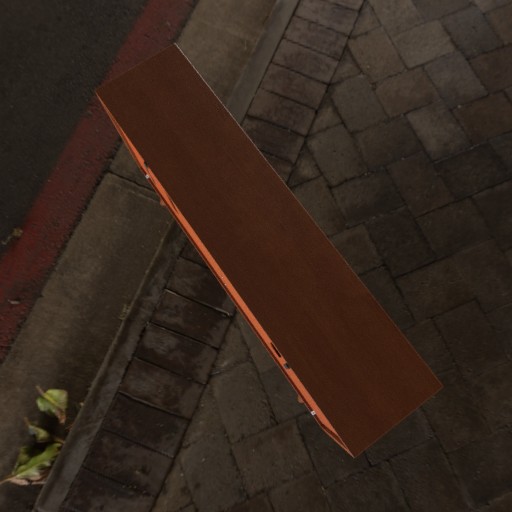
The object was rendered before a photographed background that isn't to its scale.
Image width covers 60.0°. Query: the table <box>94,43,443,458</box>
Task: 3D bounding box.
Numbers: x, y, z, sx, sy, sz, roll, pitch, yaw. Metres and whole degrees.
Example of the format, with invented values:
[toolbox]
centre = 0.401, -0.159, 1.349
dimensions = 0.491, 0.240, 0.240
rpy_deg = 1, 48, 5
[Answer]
[table]
centre = 0.000, 0.000, 1.529
dimensions = 0.308, 0.698, 1.220
rpy_deg = -35, 78, -8
